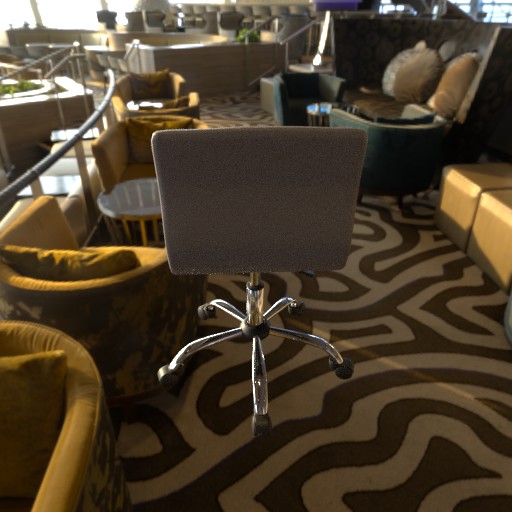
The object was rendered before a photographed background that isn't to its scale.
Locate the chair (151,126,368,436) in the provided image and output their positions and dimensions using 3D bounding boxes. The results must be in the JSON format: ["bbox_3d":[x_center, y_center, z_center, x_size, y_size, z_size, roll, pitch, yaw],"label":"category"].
[{"bbox_3d":[0.000,0.000,1.153,0.569,0.750,0.542,-2,30,-3],"label":"chair"}]
